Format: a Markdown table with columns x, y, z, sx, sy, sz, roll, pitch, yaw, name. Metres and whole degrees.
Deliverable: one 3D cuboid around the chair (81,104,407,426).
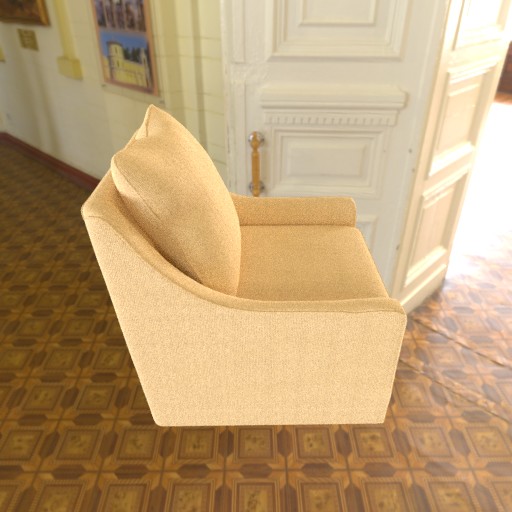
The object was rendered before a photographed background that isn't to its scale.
| x | y | z | sx | sy | sz | roll | pitch | yaw | name |
| --- | --- | --- | --- | --- | --- | --- | --- | --- | --- |
| 0.000 | 0.000 | 1.569 | 0.876 | 0.927 | 0.760 | 0 | 32 | -1 | chair |
